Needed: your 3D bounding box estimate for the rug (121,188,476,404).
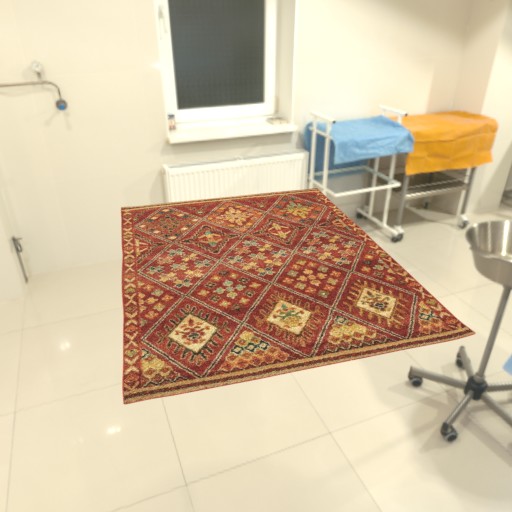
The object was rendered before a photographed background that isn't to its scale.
[{"bbox_3d":[0.000,0.000,4.234,2.489,0.030,3.086,-8,31,-13],"label":"rug"}]
